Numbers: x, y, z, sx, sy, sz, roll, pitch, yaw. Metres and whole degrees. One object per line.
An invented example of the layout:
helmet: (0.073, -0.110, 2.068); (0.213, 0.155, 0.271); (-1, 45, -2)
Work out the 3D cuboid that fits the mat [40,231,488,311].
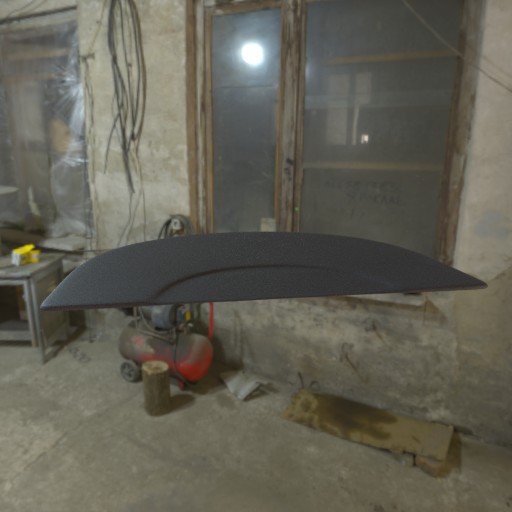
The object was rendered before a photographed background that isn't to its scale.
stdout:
mat: (0.000, 0.000, 1.598); (1.220, 0.016, 0.917); (-2, 14, -8)
